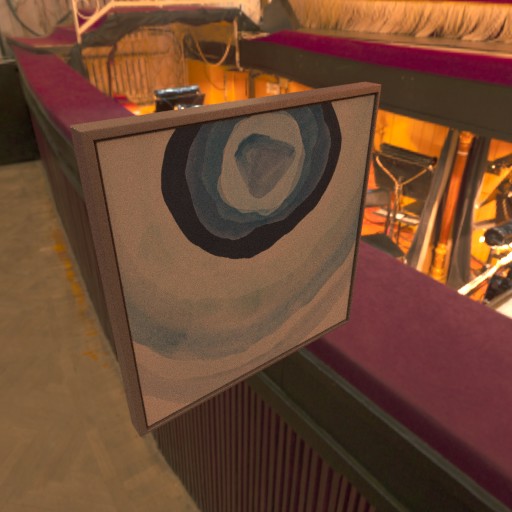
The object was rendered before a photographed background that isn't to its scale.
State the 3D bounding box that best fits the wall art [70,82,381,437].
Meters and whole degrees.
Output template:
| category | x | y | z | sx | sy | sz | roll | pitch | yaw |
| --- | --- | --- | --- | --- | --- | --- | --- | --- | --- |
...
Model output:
| category | x | y | z | sx | sy | sz | roll | pitch | yaw |
| --- | --- | --- | --- | --- | --- | --- | --- | --- | --- |
| wall art | 0.000 | 0.000 | 0.519 | 0.349 | 0.349 | 0.028 | -21 | 36 | -31 |
